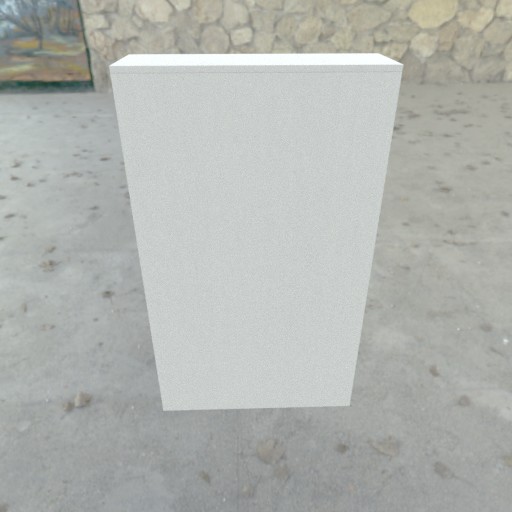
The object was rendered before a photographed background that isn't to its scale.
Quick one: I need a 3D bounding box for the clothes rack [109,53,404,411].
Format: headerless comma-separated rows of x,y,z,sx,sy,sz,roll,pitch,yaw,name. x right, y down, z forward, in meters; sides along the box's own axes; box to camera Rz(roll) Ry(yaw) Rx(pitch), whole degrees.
0.000,0.000,1.563,0.750,1.280,0.250,-1,31,-2,clothes rack
